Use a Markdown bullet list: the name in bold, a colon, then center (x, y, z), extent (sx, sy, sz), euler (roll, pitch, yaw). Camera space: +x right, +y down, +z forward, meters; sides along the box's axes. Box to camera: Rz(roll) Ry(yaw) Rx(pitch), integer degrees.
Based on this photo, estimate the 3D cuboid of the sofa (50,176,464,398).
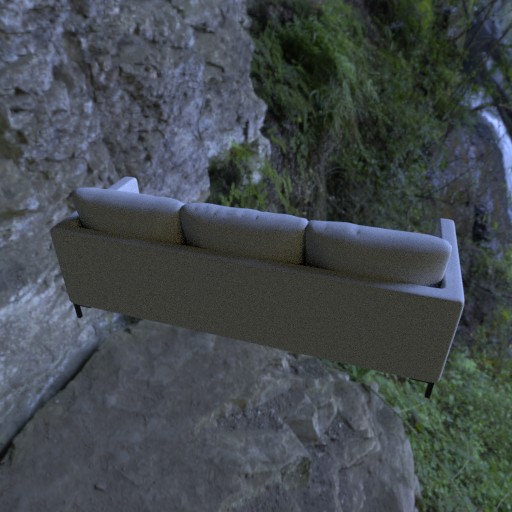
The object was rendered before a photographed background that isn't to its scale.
- **sofa**: center (0.000, 0.000, 2.702), extent (2.218, 0.874, 0.859), euler (10, 34, 14)
